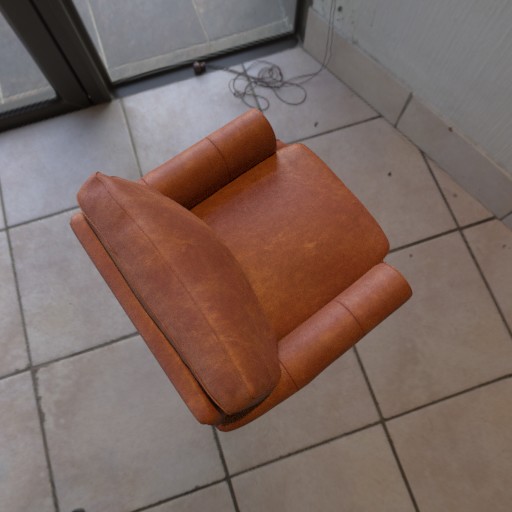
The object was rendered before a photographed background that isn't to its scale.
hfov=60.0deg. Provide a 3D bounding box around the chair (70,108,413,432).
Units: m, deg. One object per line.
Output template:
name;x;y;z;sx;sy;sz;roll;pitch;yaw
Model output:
chair;0.000;0.000;1.734;0.986;0.962;0.983;-36;77;-9
